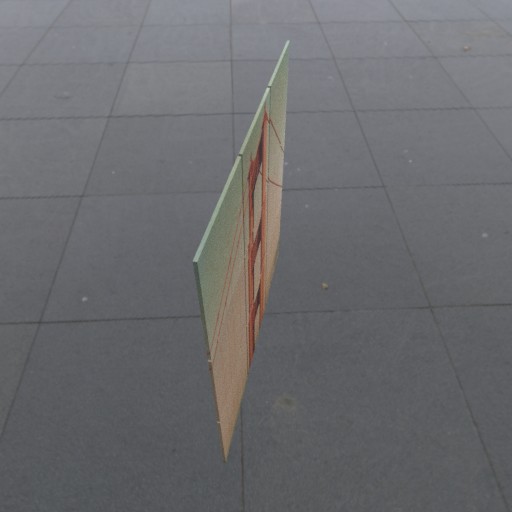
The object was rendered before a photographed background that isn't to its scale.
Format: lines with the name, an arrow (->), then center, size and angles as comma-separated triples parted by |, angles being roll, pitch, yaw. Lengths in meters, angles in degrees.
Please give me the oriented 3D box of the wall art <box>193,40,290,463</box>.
wall art -> 0.000, 0.000, 2.227 | 0.013, 1.523, 1.517 | 9, 47, 8
